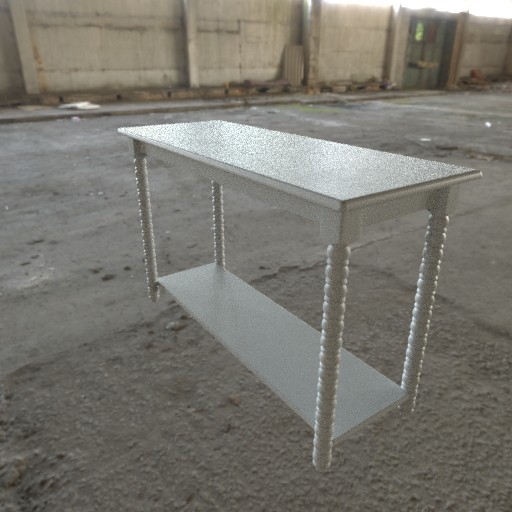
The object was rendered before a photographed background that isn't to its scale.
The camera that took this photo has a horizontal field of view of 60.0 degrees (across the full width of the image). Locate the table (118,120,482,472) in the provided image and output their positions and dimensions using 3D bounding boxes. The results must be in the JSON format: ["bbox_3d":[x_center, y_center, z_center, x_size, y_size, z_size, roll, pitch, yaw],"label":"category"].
[{"bbox_3d":[0.000,0.000,1.490,0.459,0.740,1.184,-16,28,-32],"label":"table"}]
